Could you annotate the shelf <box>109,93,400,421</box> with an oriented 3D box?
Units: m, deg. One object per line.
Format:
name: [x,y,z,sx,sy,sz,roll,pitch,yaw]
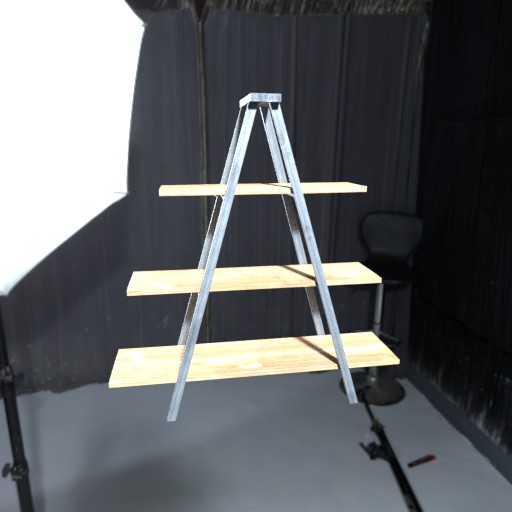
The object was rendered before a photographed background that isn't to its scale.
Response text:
shelf: [0.000,0.000,2.668,1.746,1.808,0.508,-2,15,-9]
